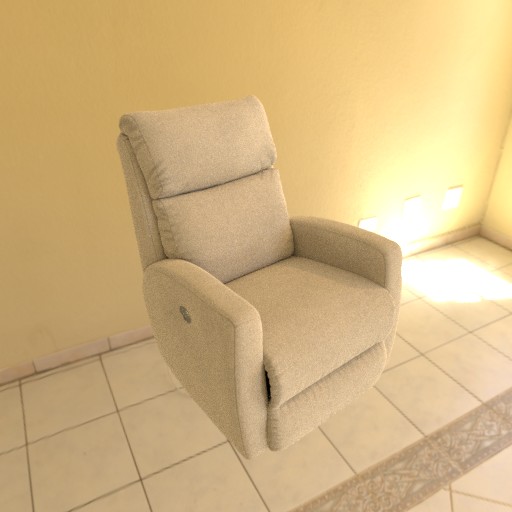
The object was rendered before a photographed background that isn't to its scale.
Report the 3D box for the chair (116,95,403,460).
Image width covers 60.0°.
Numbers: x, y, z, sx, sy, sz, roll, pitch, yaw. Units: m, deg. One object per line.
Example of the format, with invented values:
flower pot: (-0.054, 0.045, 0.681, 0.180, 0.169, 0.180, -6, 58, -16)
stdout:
chair: (0.000, 0.000, 1.696, 0.794, 1.021, 0.940, -21, 36, -32)
